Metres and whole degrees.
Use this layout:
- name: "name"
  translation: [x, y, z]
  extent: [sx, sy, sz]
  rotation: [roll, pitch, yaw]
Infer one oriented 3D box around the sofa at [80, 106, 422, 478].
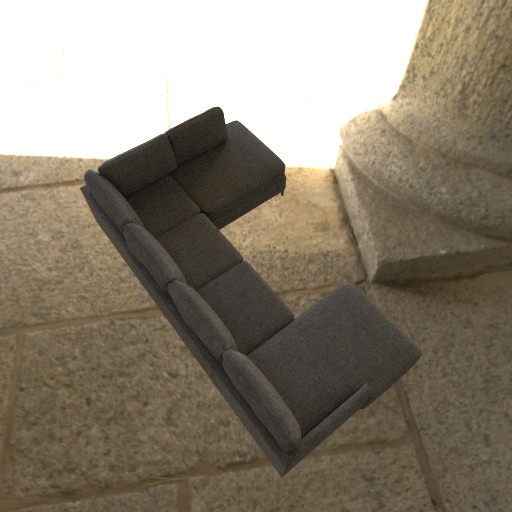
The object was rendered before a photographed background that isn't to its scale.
- name: "sofa"
  translation: [0.000, 0.000, 4.412]
  extent: [2.048, 0.999, 3.423]
  rotation: [-33, 64, -19]
